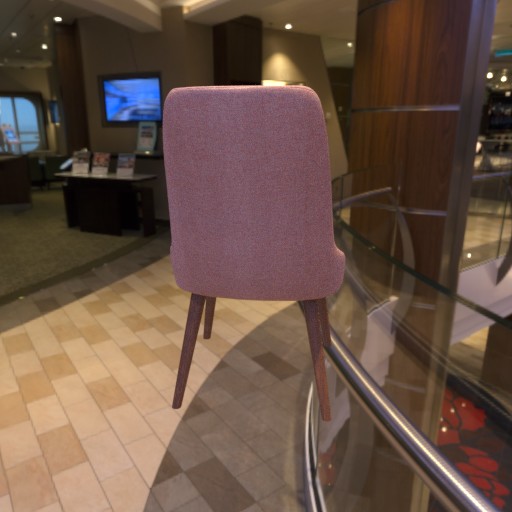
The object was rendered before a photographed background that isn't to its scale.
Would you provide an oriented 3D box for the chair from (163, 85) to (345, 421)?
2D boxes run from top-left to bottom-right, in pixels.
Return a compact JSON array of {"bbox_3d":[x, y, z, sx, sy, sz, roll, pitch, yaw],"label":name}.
[{"bbox_3d":[0.000,0.000,1.347,0.535,0.918,0.707,2,17,8],"label":"chair"}]
